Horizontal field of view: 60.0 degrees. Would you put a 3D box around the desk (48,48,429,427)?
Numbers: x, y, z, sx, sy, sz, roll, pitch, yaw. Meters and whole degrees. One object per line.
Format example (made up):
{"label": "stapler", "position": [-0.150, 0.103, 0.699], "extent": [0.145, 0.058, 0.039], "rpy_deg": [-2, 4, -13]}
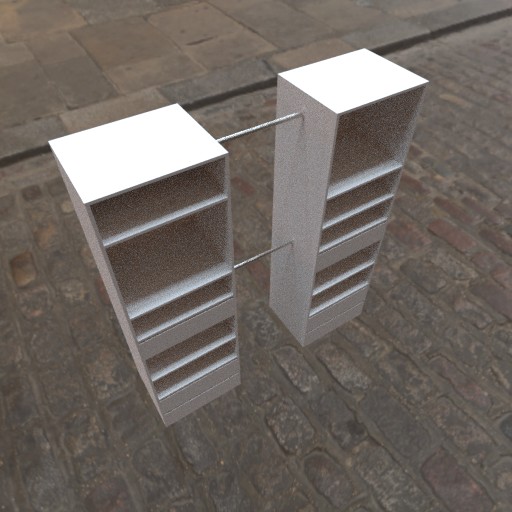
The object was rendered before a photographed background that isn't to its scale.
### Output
{"label": "desk", "position": [0.000, 0.000, 2.784], "extent": [1.770, 2.000, 0.480], "rpy_deg": [-25, 52, -22]}
